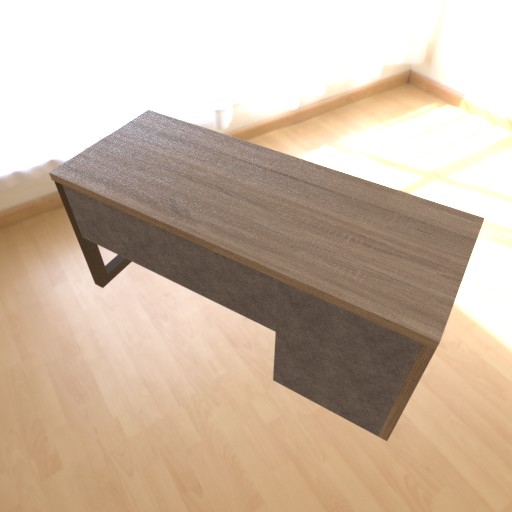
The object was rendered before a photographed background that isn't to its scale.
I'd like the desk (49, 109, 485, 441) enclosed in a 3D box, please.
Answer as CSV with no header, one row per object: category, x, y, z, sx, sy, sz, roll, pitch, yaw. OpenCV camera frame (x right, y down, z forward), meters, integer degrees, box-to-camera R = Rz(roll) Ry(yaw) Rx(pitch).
desk,0.000,0.000,2.116,1.700,0.760,0.690,23,50,21
